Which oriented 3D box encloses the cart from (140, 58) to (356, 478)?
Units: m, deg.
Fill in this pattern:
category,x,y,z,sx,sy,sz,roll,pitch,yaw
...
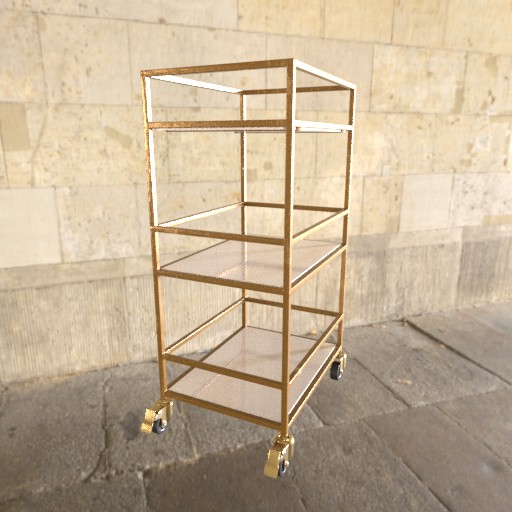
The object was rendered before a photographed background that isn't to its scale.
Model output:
category,x,y,z,sx,sy,sz,roll,pitch,yaw
cart,0.000,0.000,1.009,0.332,0.761,0.483,7,16,25
